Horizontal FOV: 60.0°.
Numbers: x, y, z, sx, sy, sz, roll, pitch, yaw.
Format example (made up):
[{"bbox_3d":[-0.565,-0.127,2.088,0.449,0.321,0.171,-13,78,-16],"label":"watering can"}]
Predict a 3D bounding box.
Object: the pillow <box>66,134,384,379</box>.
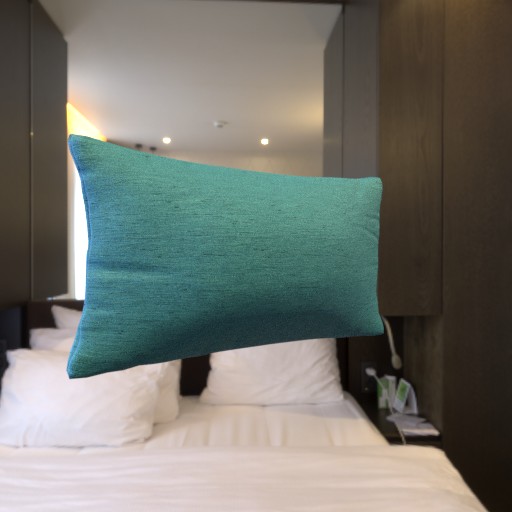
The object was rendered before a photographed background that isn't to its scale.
[{"bbox_3d":[0.000,0.000,0.786,0.633,0.338,0.210,0,0,-34],"label":"pillow"}]
